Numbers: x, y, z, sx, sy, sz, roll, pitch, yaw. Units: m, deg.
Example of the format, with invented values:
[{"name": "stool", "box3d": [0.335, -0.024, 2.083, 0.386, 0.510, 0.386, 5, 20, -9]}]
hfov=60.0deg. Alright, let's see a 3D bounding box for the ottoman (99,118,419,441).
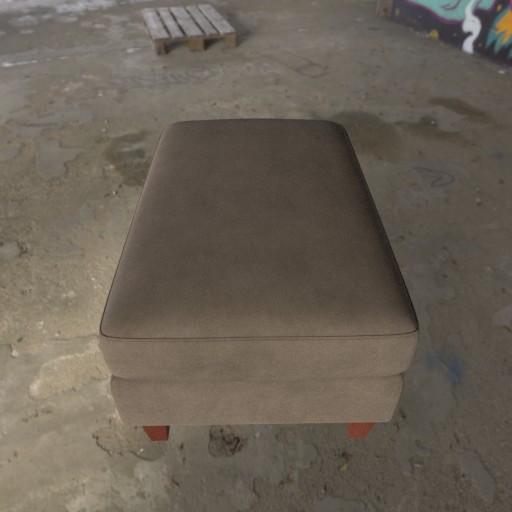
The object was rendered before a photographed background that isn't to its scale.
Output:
[{"name": "ottoman", "box3d": [0.000, 0.000, 1.183, 0.584, 0.483, 0.864, -1, 41, -1]}]
